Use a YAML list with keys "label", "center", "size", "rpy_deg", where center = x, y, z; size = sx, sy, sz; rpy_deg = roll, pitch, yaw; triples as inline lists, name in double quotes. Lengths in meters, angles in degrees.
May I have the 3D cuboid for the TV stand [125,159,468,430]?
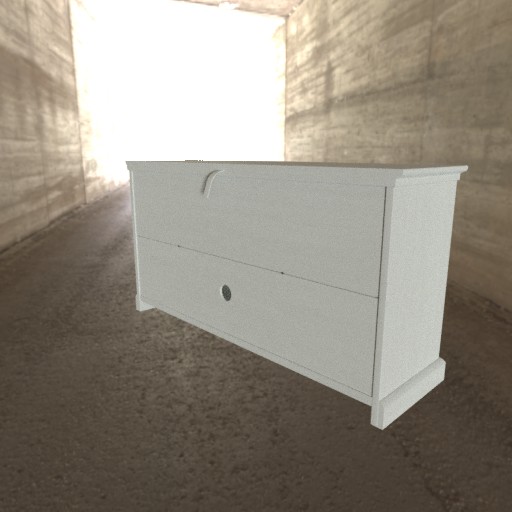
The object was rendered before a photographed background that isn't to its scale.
- label: "TV stand"
  center: [0.000, 0.000, 1.512]
  size: [0.424, 0.624, 1.187]
  rpy_deg: [-13, 18, -43]
